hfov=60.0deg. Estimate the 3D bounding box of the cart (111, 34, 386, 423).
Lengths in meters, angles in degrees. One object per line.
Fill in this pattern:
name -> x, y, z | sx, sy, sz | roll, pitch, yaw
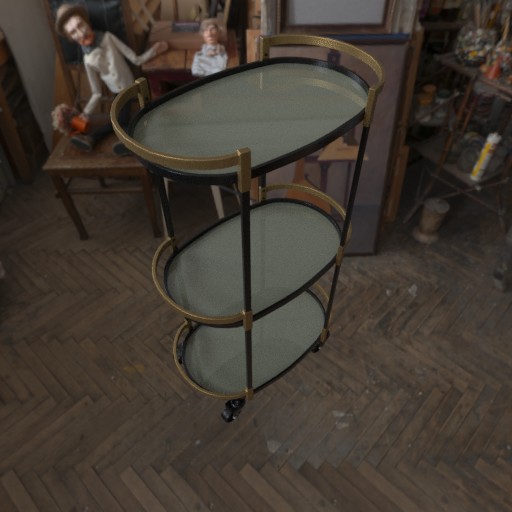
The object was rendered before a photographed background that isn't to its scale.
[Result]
cart -> 0.000, 0.000, 1.096 | 0.515, 0.885, 0.311 | -32, 55, -26
